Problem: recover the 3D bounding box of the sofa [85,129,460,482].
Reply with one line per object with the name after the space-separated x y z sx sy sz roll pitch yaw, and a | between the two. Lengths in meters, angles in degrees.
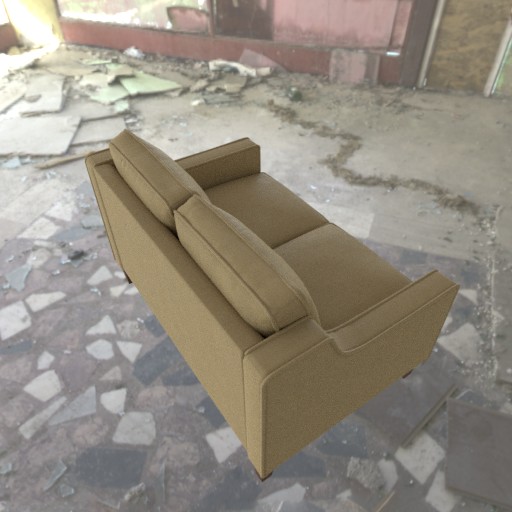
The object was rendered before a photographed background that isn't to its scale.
0.000 0.000 2.110 0.987 0.971 1.501 -25 48 -25 | sofa
